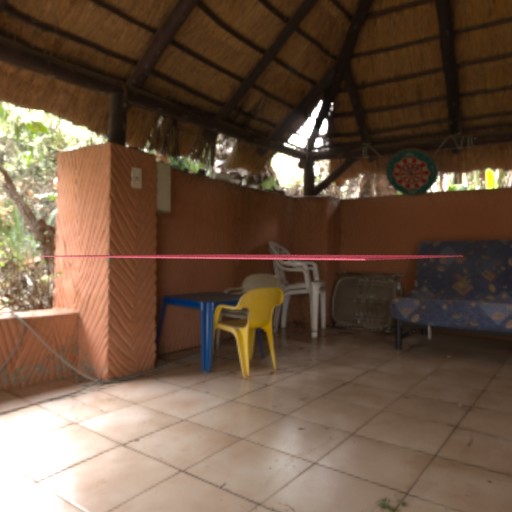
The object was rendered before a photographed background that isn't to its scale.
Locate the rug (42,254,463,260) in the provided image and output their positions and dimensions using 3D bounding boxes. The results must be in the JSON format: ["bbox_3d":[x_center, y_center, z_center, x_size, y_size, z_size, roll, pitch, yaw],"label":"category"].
[{"bbox_3d":[0.000,0.000,3.893,2.929,0.012,2.300,0,1,36],"label":"rug"}]
